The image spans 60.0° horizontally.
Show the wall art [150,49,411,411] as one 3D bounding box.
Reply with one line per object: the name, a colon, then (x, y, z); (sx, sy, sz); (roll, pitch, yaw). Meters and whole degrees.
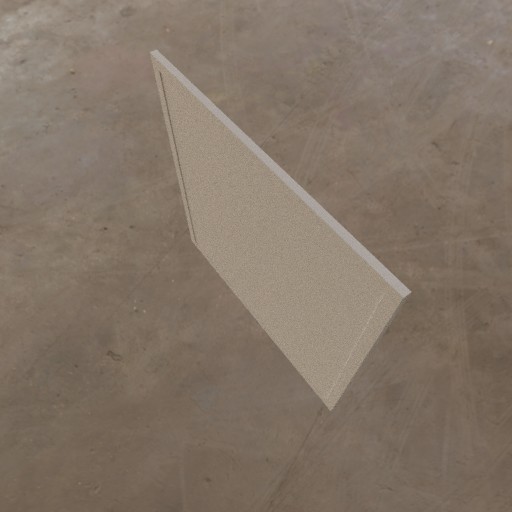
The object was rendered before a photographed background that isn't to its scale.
wall art: (0.000, 0.000, 1.002); (0.015, 0.660, 0.660); (-33, 64, -18)
